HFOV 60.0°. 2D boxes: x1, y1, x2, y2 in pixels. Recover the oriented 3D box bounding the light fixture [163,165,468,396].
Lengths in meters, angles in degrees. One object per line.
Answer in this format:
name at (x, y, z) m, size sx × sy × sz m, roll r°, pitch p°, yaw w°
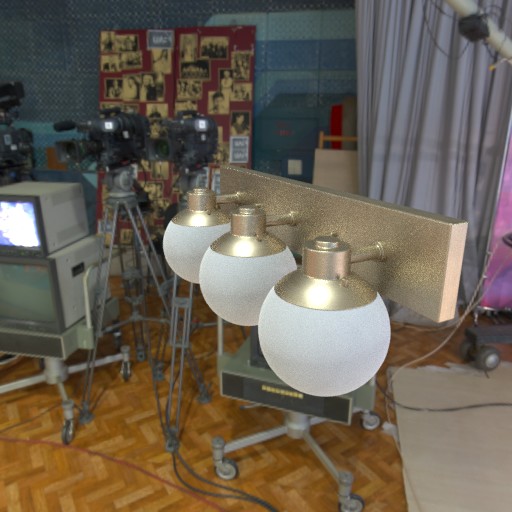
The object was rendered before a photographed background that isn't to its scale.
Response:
light fixture at (0.000, 0.000, 0.840) m, size 0.218 × 0.263 × 0.721 m, roll -9°, pitch 20°, yaw -26°
